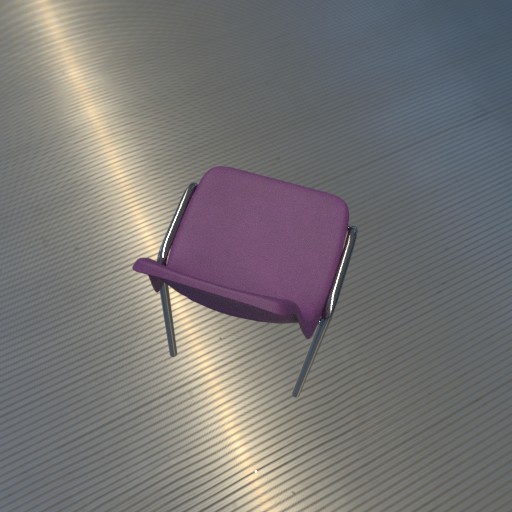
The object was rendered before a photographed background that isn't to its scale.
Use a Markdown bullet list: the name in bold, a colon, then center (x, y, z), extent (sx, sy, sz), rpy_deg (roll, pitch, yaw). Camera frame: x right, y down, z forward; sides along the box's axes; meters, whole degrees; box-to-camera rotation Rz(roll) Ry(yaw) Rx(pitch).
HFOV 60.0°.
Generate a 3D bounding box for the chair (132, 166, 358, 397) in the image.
- **chair**: center (0.000, 0.000, 0.938), extent (0.381, 0.654, 0.432), rpy_deg (16, 65, 8)
